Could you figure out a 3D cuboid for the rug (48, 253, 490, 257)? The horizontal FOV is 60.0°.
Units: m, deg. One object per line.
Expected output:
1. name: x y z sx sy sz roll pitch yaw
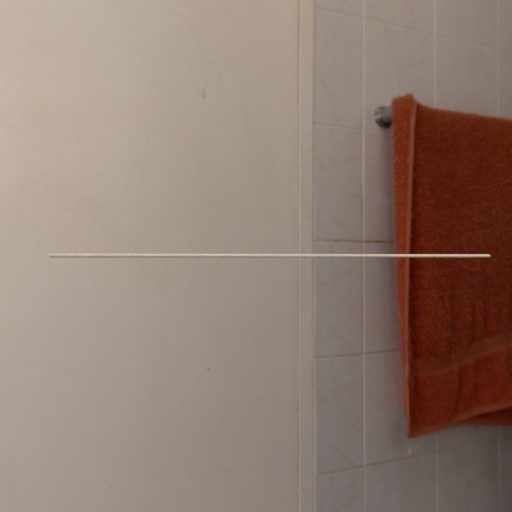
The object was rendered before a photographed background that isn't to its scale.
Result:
1. rug: 0.000 0.000 2.298 1.848 0.014 1.238 0 0 -18
